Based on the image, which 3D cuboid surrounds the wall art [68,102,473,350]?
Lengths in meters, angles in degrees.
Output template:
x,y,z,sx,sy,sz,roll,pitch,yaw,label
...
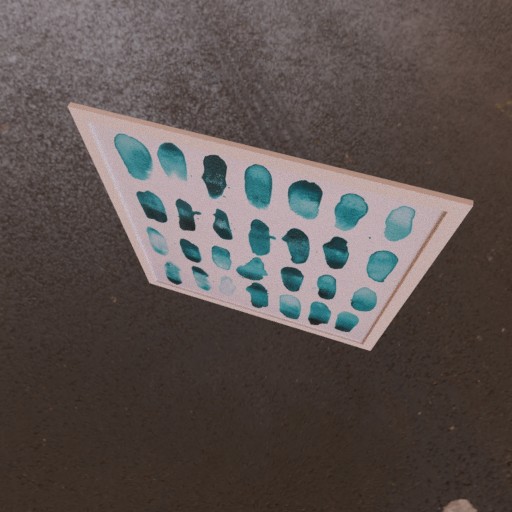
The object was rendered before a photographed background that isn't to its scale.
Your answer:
x,y,z,sx,sy,sz,roll,pitch,yaw,label
0.000,0.000,1.202,0.812,0.813,0.013,16,61,9,wall art
